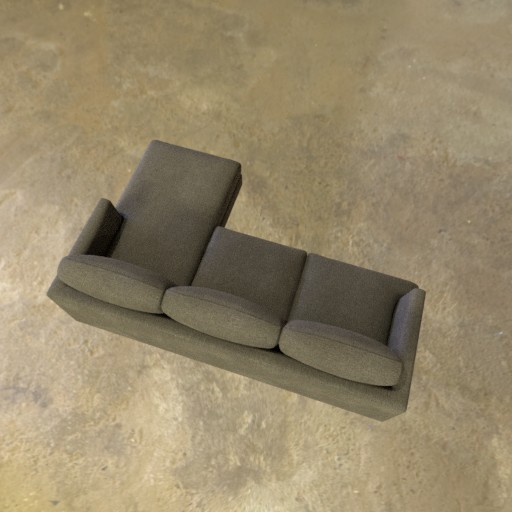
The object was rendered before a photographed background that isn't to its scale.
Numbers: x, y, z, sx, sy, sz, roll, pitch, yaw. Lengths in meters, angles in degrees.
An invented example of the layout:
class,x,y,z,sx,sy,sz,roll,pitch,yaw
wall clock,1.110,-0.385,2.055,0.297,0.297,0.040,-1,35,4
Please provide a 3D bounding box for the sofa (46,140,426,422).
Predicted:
class,x,y,z,sx,sy,sz,roll,pitch,yaw
sofa,0.000,0.000,3.062,2.233,0.956,1.504,16,65,8
